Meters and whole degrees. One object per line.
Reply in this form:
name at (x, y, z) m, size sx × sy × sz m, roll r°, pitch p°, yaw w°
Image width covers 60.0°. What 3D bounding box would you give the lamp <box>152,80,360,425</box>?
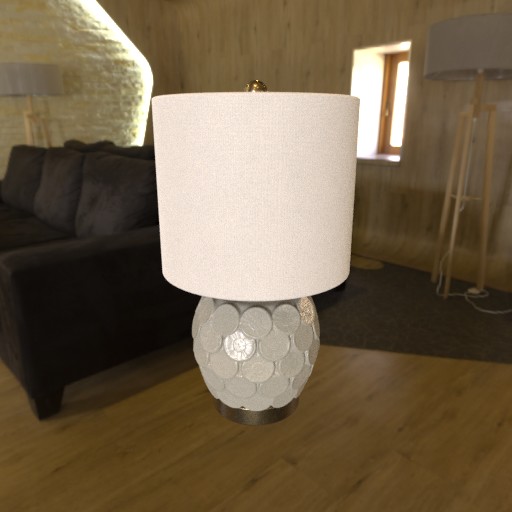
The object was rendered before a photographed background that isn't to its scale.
lamp at (0.000, 0.000, 0.611) m, size 0.254 × 0.452 × 0.254 m, roll 0°, pitch 17°, yaw 0°
